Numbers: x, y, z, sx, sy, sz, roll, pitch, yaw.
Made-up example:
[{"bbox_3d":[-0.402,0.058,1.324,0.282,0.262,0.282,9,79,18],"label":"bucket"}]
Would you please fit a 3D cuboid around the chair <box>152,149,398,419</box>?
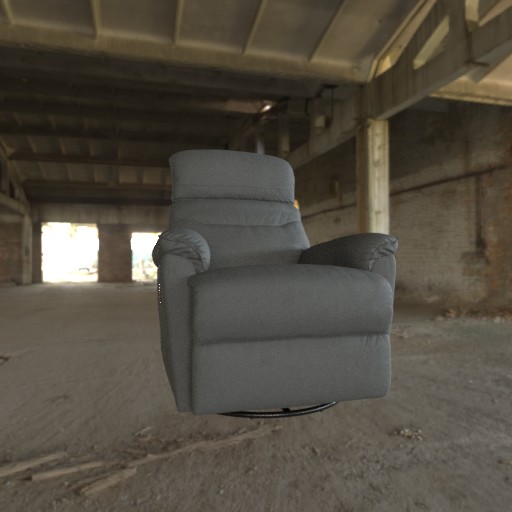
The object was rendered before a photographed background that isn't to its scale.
[{"bbox_3d":[0.000,0.000,1.781,0.820,1.037,1.004,0,-1,-16],"label":"chair"}]
